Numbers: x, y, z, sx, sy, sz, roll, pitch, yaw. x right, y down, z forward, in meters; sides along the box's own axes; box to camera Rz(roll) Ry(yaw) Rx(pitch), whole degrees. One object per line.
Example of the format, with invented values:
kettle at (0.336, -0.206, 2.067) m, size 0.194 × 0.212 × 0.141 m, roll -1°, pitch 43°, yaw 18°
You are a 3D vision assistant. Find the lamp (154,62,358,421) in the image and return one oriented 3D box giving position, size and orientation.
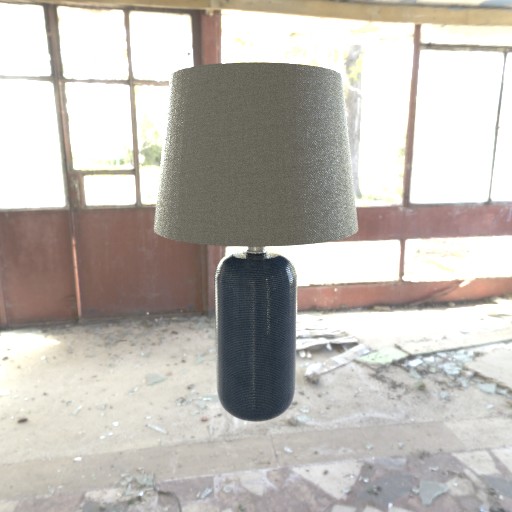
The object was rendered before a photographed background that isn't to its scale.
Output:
lamp at (0.000, 0.000, 0.570) m, size 0.253 × 0.428 × 0.253 m, roll 0°, pitch 13°, yaw 0°
